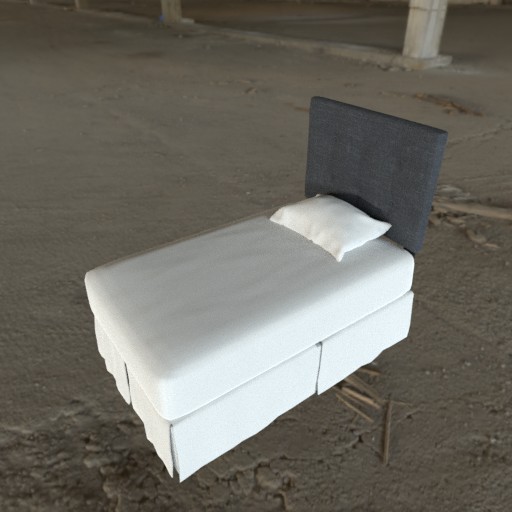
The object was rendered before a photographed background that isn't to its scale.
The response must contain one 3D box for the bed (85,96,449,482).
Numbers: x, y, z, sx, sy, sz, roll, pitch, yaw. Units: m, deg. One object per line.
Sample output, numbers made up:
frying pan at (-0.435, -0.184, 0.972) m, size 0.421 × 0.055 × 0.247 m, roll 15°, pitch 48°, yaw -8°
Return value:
bed at (0.000, 0.000, 2.890) m, size 1.997 × 1.571 × 1.261 m, roll -21°, pitch 38°, yaw -30°
